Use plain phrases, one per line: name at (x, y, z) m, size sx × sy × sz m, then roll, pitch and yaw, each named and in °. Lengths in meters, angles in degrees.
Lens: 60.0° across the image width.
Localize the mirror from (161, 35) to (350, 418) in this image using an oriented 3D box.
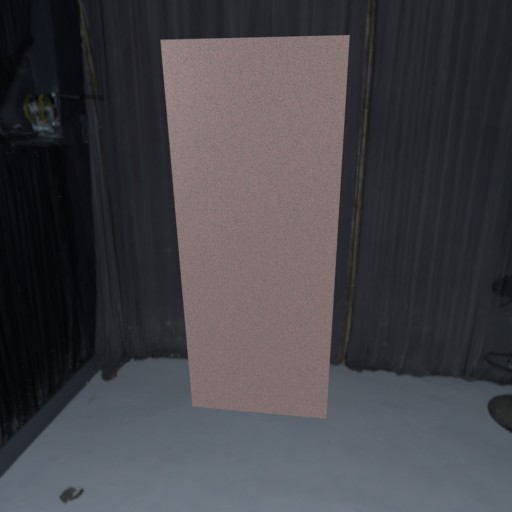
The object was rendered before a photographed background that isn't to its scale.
mirror at (0.000, 0.000, 2.290) m, size 0.812 × 2.020 × 0.221 m, roll 2°, pitch 18°, yaw 8°
